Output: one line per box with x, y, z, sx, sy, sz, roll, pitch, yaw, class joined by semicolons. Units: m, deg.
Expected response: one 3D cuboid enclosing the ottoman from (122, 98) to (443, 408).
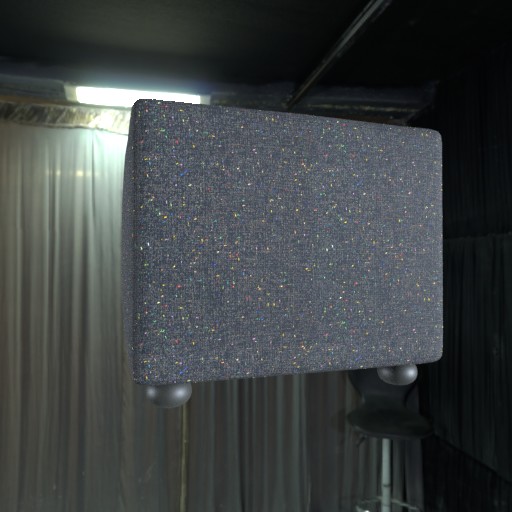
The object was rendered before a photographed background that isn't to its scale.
0.000;0.000;0.878;0.508;0.432;0.508;0;-1;-18;ottoman
